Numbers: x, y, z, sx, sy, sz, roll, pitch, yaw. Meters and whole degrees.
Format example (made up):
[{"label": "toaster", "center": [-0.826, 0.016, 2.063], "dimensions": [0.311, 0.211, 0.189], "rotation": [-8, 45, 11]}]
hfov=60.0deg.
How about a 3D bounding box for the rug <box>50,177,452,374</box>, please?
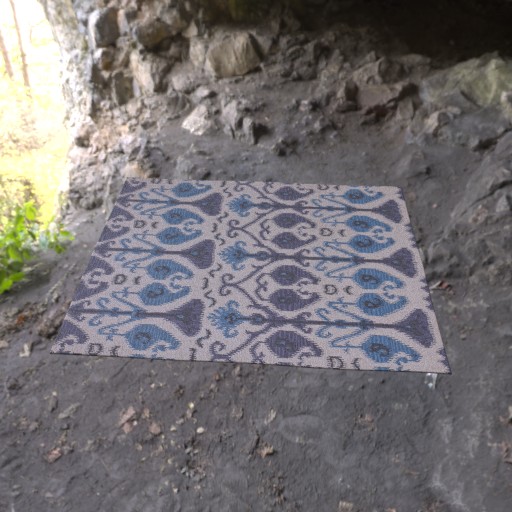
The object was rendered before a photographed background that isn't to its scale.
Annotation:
[{"label": "rug", "center": [0.000, 0.000, 3.049], "dimensions": [2.261, 0.013, 1.676], "rotation": [3, 46, 2]}]
